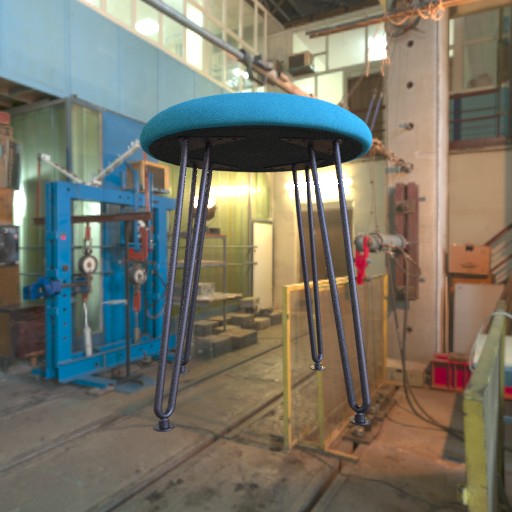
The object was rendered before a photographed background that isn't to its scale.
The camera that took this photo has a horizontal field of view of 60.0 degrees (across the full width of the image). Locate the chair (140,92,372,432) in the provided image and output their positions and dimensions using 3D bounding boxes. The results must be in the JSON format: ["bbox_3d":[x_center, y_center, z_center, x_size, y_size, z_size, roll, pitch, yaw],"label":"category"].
[{"bbox_3d":[0.000,0.000,0.694,0.350,0.430,0.350,0,1,-16],"label":"chair"}]
